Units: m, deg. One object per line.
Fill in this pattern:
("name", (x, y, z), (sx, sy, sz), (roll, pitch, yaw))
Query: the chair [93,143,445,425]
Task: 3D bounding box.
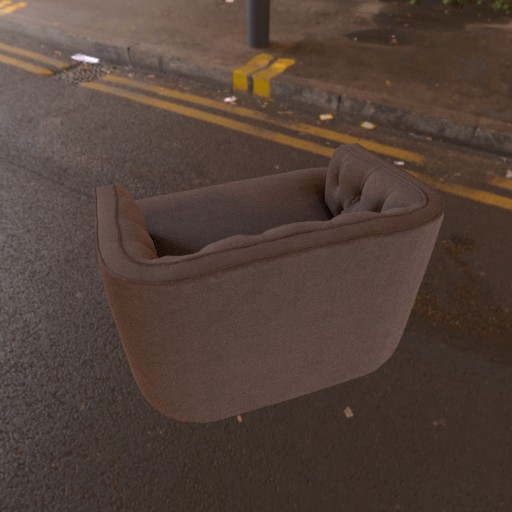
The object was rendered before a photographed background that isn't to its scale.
("chair", (0.000, 0.000, 1.738), (1.104, 0.852, 0.941), (-13, 44, -13))
